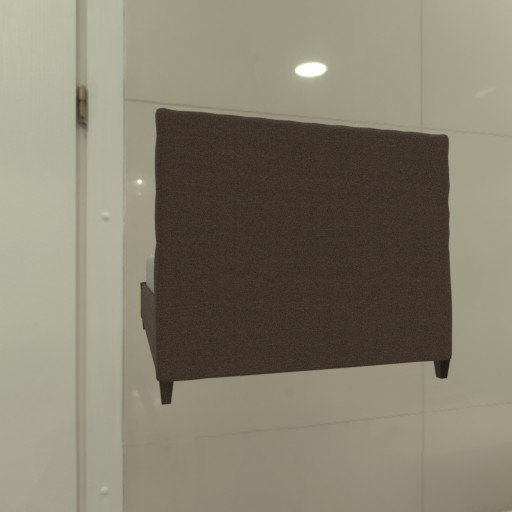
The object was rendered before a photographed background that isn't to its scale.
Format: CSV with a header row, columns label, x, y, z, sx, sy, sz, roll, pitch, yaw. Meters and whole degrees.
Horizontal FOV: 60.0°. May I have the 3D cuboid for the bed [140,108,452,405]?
label,x,y,z,sx,sy,sz,roll,pitch,yaw
bed,0.000,0.000,3.465,1.698,1.427,2.387,0,0,-17
